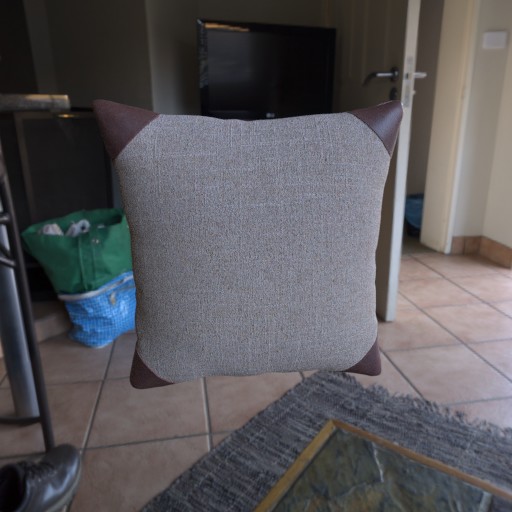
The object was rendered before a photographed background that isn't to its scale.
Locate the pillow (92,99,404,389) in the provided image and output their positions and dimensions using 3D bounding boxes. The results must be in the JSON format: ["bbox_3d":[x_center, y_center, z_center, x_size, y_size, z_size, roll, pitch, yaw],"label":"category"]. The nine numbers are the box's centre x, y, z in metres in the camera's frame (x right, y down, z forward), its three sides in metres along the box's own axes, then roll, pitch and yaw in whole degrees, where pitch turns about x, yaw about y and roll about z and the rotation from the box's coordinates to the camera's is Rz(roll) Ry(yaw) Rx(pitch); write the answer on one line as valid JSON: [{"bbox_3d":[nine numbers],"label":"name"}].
[{"bbox_3d":[0.000,0.000,0.672,0.437,0.448,0.147,-2,17,-8],"label":"pillow"}]
